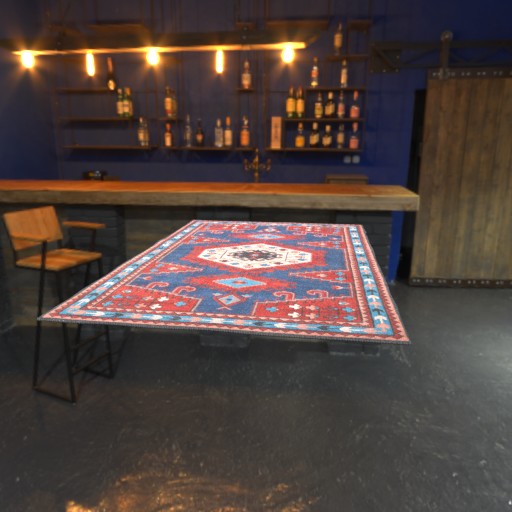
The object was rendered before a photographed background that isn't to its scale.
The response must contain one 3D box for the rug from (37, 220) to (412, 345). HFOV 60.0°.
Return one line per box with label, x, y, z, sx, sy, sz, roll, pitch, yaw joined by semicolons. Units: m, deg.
rug;0.000;0.000;2.251;1.207;0.012;1.820;2;15;8
